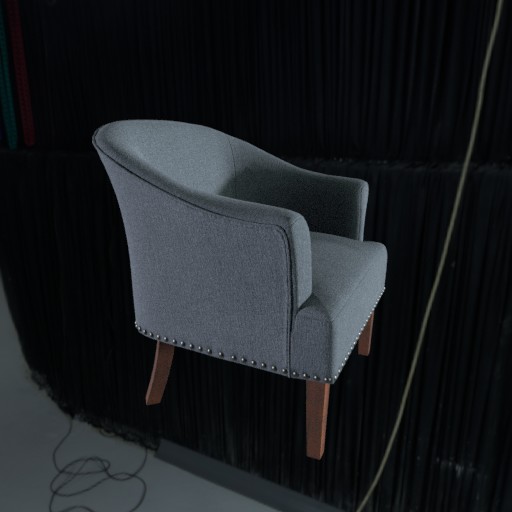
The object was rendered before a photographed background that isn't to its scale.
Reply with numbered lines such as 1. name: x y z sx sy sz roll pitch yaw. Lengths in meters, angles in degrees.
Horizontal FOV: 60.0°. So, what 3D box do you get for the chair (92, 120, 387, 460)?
1. chair: 0.000 0.000 1.379 0.704 0.815 0.798 7 17 24
